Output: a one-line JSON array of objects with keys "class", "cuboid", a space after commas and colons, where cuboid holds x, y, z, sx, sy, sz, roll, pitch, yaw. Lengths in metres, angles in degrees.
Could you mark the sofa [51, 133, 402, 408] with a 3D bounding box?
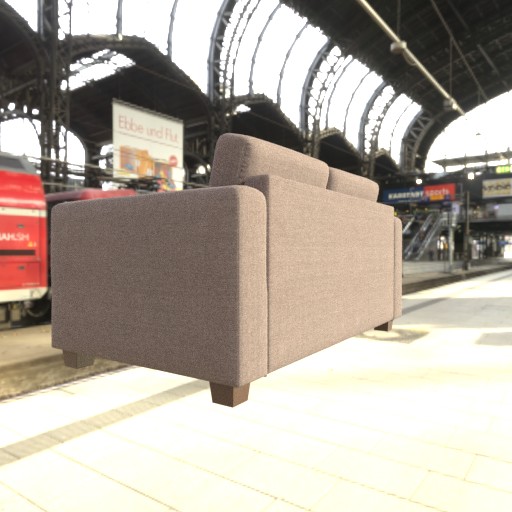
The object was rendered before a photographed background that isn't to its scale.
[{"class": "sofa", "cuboid": [0.000, 0.000, 2.008, 0.900, 0.800, 1.520, 1, 1, 34]}]
